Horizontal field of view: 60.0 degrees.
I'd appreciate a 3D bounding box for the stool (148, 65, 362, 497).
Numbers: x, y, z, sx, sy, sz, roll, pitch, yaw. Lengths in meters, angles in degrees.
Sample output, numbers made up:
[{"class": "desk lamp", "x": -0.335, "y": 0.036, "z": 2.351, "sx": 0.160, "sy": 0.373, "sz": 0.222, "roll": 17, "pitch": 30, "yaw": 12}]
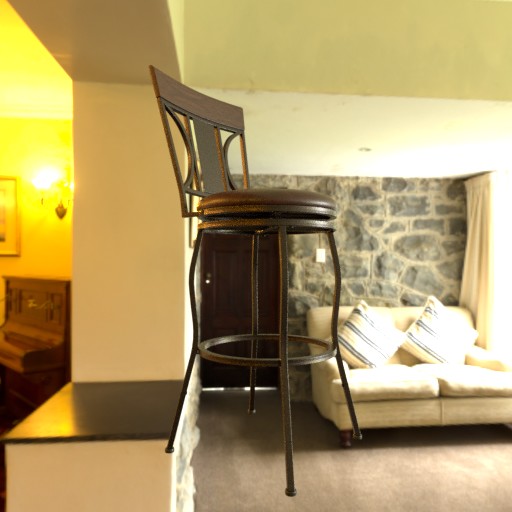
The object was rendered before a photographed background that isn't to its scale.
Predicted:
[{"class": "stool", "x": 0.000, "y": 0.000, "z": 1.357, "sx": 0.513, "sy": 1.130, "sz": 0.448, "roll": -1, "pitch": -1, "yaw": 35}]
